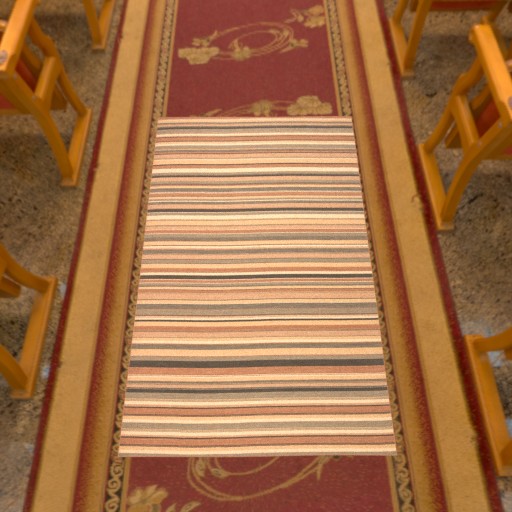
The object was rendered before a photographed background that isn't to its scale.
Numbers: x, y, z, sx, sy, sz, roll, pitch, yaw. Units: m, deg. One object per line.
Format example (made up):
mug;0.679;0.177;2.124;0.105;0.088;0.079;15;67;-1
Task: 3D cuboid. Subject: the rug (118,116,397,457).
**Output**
rug;0.000;0.000;2.952;1.523;0.014;2.438;0;64;0
